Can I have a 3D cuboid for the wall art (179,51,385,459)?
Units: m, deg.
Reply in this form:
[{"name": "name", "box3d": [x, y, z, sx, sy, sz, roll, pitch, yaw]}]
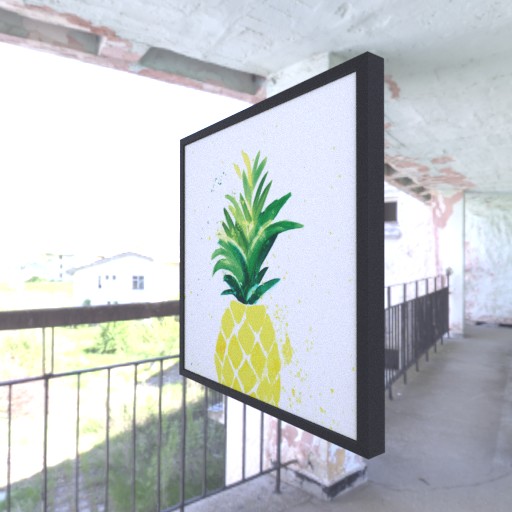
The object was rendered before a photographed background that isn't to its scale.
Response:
[{"name": "wall art", "box3d": [0.000, 0.000, 0.763, 0.033, 0.507, 0.508, 0, -1, -37]}]
